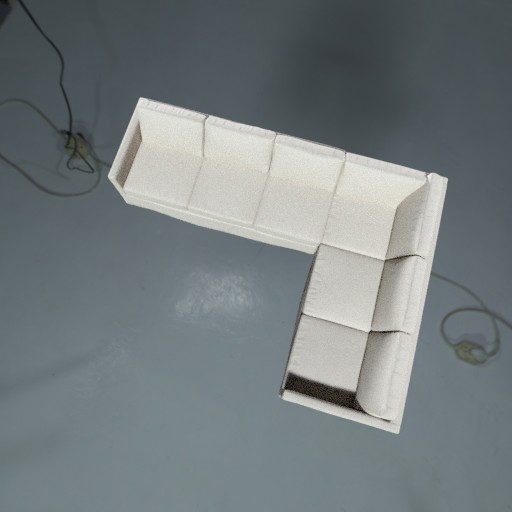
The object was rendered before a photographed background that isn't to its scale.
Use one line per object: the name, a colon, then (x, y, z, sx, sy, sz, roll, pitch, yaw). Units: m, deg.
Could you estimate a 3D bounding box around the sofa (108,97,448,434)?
sofa: (0.000, 0.000, 4.329, 3.182, 0.871, 2.432, 16, 76, 4)
